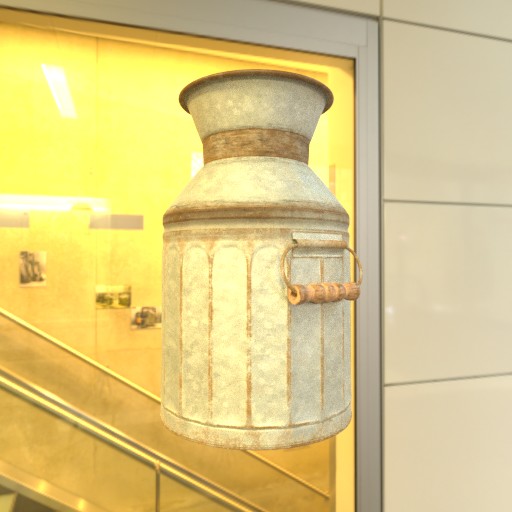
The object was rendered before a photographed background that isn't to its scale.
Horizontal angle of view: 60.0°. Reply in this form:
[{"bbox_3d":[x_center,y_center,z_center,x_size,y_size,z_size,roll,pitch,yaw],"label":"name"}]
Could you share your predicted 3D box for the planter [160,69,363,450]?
[{"bbox_3d":[0.000,0.000,0.510,0.215,0.358,0.248,0,-1,-37],"label":"planter"}]
